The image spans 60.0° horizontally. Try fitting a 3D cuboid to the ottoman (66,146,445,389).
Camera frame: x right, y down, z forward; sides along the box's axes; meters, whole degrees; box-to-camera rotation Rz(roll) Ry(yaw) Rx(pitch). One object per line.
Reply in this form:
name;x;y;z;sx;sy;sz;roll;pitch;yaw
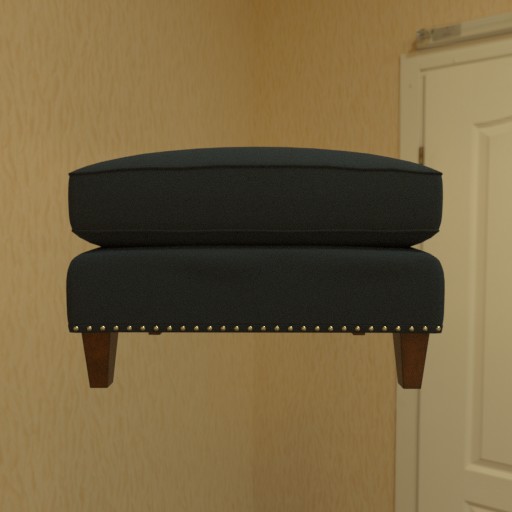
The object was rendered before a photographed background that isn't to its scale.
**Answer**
ottoman;0.000;0.000;1.140;0.741;0.513;0.584;0;3;0
